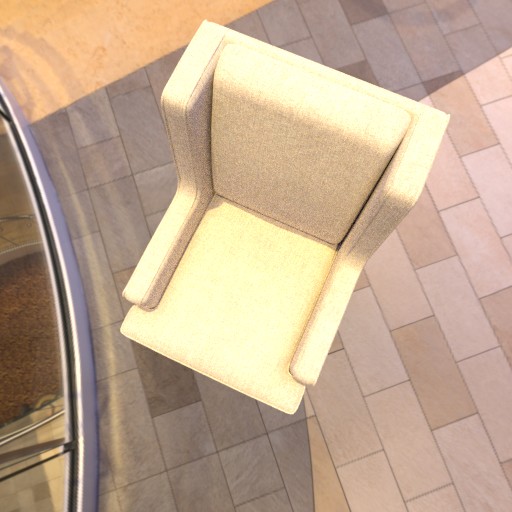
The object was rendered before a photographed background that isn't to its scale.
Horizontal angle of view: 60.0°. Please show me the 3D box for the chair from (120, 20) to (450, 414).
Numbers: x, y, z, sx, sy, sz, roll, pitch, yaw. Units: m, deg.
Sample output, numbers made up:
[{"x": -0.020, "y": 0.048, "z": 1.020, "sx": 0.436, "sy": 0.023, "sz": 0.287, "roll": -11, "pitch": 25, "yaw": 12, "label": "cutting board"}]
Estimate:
[{"x": 0.000, "y": 0.000, "z": 1.660, "sx": 0.764, "sy": 1.082, "sz": 0.948, "roll": 24, "pitch": 77, "yaw": 6, "label": "chair"}]
